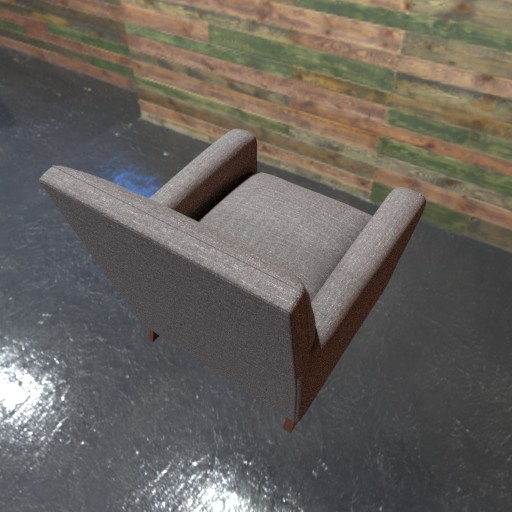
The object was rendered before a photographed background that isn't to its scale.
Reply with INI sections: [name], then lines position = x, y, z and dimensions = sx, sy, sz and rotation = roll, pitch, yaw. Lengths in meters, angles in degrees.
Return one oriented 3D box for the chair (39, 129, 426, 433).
[chair]
position = 0.000, 0.000, 1.543
dimensions = 0.838, 0.885, 0.875
rotation = 26, 51, 24
